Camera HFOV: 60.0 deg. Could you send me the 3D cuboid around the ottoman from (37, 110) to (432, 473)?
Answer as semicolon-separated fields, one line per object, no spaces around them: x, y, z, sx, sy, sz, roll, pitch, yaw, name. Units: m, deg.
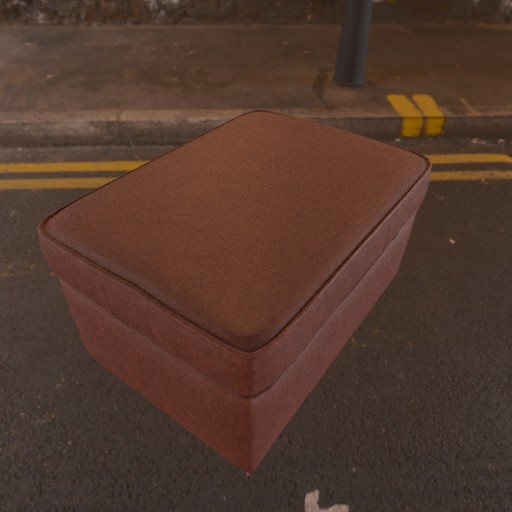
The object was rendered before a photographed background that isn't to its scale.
0.000;0.000;1.055;0.548;0.449;0.749;25;46;27;ottoman
